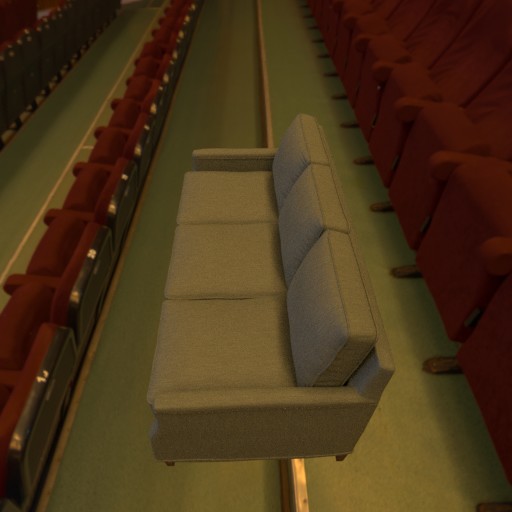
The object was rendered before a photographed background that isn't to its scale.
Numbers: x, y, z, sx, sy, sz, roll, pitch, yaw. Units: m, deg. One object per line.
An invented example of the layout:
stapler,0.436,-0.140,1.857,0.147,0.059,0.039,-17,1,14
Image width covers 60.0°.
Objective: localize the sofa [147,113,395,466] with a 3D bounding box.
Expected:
sofa,0.000,0.000,2.788,1.084,1.003,2.246,-1,42,-1
